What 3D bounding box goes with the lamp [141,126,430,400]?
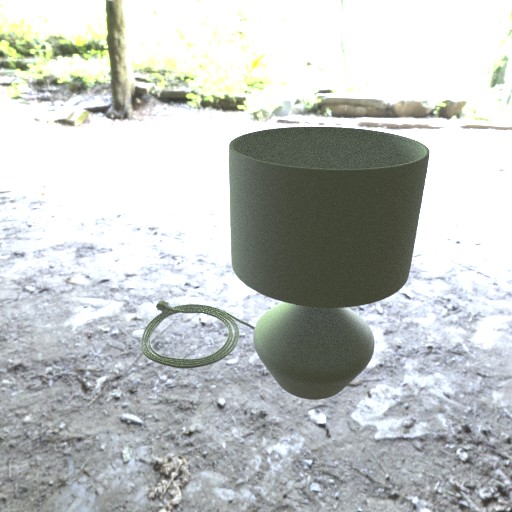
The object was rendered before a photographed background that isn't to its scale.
[{"bbox_3d":[0.000,0.000,0.851,0.401,0.457,0.546,-18,31,-32],"label":"lamp"}]
